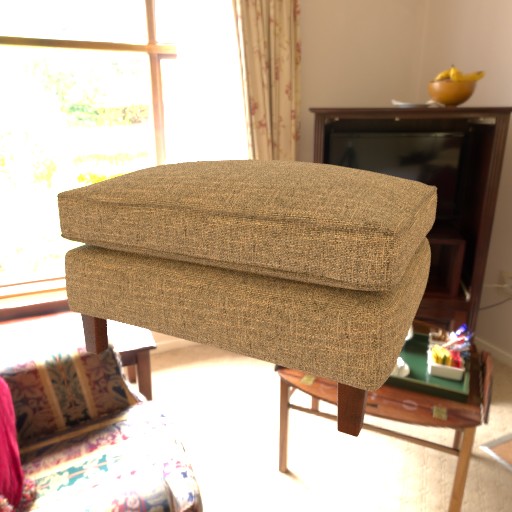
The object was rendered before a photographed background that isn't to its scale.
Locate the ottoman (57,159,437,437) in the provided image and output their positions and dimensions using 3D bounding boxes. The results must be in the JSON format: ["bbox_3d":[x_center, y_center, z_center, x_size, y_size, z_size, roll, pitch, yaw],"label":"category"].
[{"bbox_3d":[0.000,0.000,0.969,0.686,0.406,0.508,9,19,26],"label":"ottoman"}]
